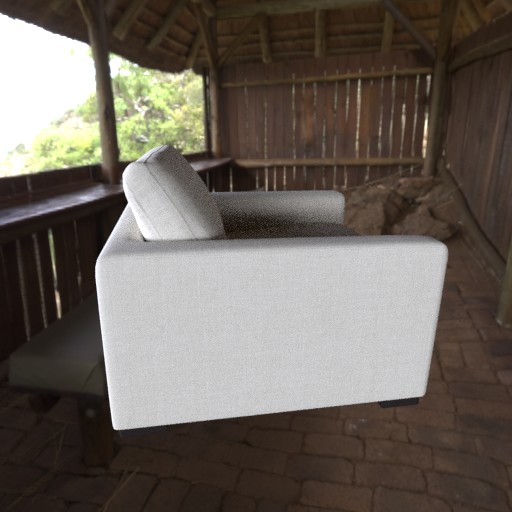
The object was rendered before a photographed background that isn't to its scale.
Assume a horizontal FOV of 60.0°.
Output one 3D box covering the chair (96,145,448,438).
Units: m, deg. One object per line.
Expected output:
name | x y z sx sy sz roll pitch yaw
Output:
chair | 0.000 0.000 1.865 1.100 0.876 1.070 -3 18 -9
